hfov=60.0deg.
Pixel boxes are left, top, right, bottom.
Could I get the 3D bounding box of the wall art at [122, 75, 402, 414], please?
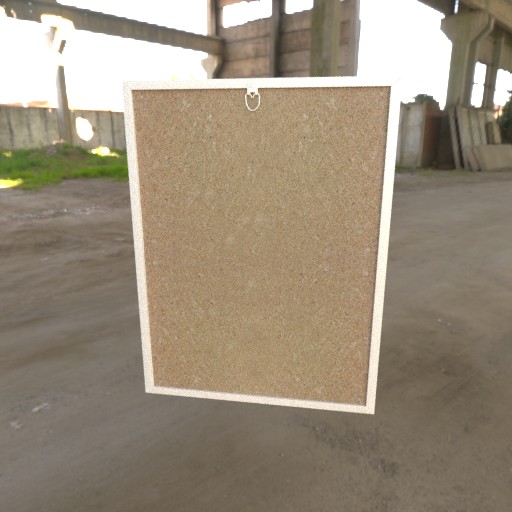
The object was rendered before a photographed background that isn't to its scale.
[{"bbox_3d":[0.000,0.000,1.415,0.805,1.056,0.042,3,16,9],"label":"wall art"}]
